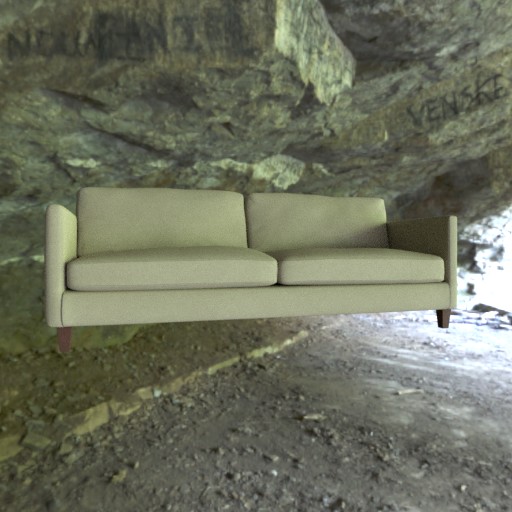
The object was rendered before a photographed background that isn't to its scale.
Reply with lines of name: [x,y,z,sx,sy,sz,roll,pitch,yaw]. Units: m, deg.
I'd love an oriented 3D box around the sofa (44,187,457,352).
sofa: [0.000,0.000,2.891,2.404,0.912,0.988,0,1,-17]
